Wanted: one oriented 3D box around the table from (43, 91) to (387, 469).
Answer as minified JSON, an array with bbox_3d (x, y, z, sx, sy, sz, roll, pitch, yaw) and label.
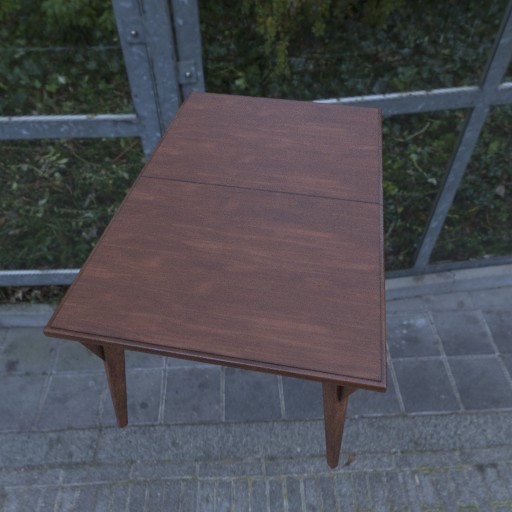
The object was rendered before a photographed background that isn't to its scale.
[{"bbox_3d":[0.000,0.000,2.022,0.990,0.761,1.524,8,47,7],"label":"table"}]
